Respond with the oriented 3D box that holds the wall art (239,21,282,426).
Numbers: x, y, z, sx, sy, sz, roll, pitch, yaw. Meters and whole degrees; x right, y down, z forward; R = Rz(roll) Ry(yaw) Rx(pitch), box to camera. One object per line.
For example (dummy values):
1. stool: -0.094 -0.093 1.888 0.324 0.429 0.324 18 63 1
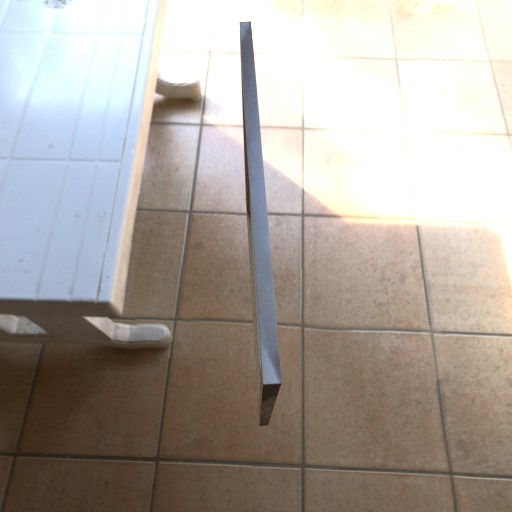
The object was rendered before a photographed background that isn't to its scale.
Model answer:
1. wall art: 0.000 0.000 1.138 0.027 0.762 0.762 -3 65 -1
